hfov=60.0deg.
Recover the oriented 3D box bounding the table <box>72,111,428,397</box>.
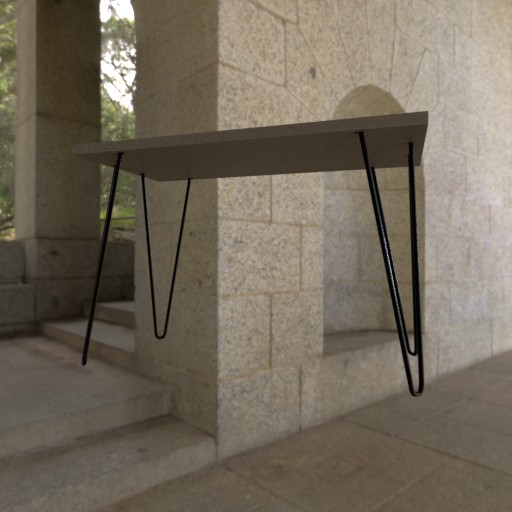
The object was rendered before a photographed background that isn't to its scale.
[{"bbox_3d":[0.000,0.000,1.400,0.991,0.660,0.499,0,0,18],"label":"table"}]
